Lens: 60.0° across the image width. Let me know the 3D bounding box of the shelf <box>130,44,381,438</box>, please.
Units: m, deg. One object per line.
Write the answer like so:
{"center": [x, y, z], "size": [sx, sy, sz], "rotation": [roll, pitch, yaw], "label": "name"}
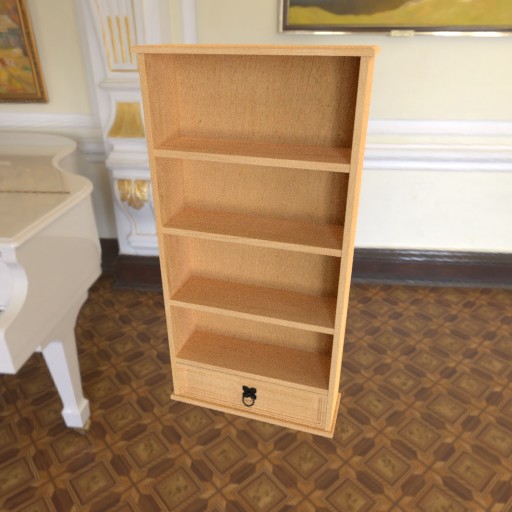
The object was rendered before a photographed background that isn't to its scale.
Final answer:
{"center": [0.000, 0.000, 1.201], "size": [0.520, 1.030, 0.175], "rotation": [8, 28, 16], "label": "shelf"}
